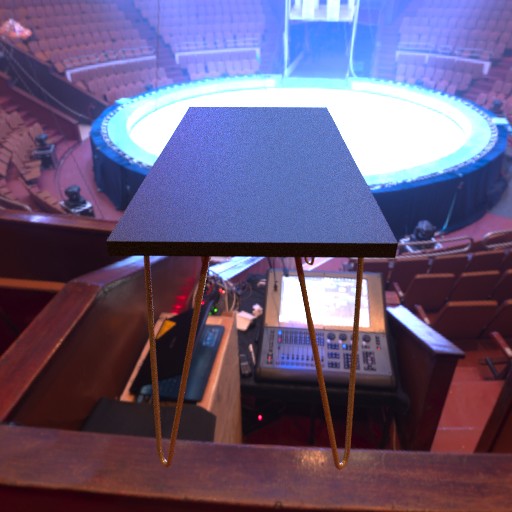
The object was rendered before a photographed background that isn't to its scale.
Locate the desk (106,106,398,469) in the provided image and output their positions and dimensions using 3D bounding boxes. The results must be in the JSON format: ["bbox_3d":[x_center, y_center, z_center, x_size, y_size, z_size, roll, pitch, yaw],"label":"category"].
[{"bbox_3d":[0.000,0.000,1.351,0.499,0.660,0.991,0,31,1],"label":"desk"}]
